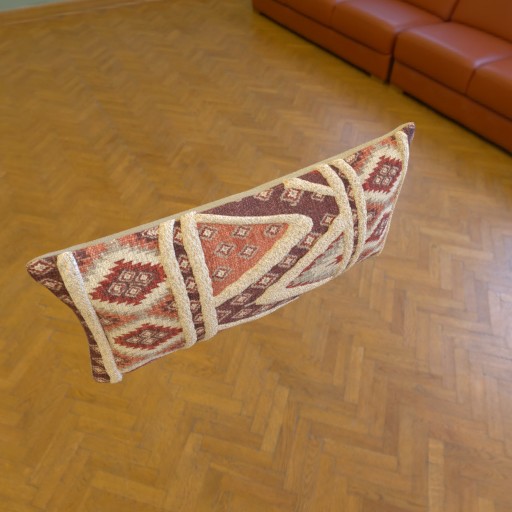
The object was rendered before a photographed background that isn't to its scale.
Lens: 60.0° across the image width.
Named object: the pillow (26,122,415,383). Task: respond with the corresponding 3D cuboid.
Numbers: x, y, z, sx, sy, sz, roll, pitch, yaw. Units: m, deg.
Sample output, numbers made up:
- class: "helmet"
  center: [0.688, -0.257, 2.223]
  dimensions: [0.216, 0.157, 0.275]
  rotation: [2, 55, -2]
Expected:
- class: "pillow"
  center: [0.000, 0.000, 0.709]
  dimensions: [0.608, 0.295, 0.161]
  rotation: [-23, 50, -21]
